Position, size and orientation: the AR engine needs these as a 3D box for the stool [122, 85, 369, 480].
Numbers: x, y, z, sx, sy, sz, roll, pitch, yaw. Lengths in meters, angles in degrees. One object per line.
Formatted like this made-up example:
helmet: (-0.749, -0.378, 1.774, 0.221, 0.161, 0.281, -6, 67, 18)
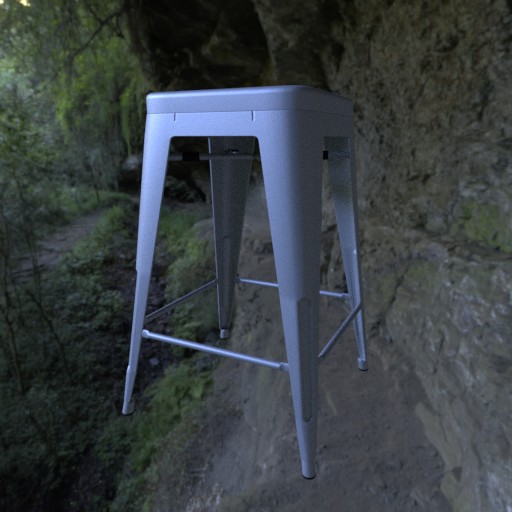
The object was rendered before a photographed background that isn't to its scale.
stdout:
stool: (0.000, 0.000, 0.896, 0.406, 0.610, 0.406, 7, 17, 25)
